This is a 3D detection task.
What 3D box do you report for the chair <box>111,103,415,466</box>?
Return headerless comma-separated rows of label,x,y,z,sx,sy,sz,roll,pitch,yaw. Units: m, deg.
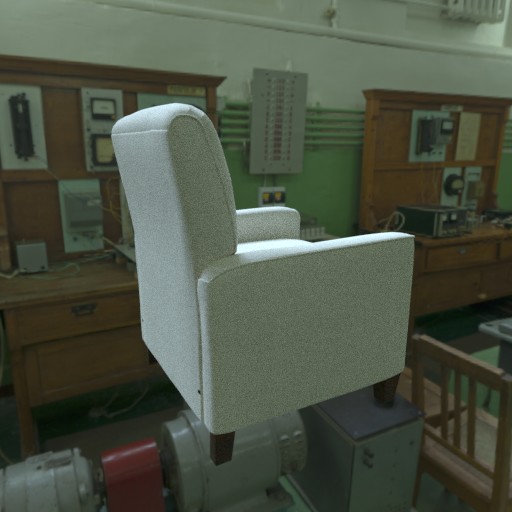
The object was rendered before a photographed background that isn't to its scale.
chair,0.000,0.000,1.651,0.858,1.028,0.841,-8,16,-28
